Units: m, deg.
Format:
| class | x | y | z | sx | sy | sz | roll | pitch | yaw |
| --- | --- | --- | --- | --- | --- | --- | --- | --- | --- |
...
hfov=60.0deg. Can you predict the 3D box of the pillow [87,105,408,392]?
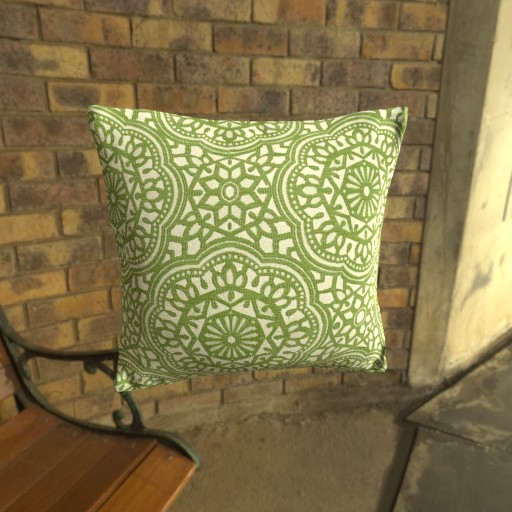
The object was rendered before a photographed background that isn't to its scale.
| class | x | y | z | sx | sy | sz | roll | pitch | yaw |
| --- | --- | --- | --- | --- | --- | --- | --- | --- | --- |
| pillow | 0.000 | 0.000 | 0.651 | 0.440 | 0.419 | 0.162 | -2 | 16 | -8 |
